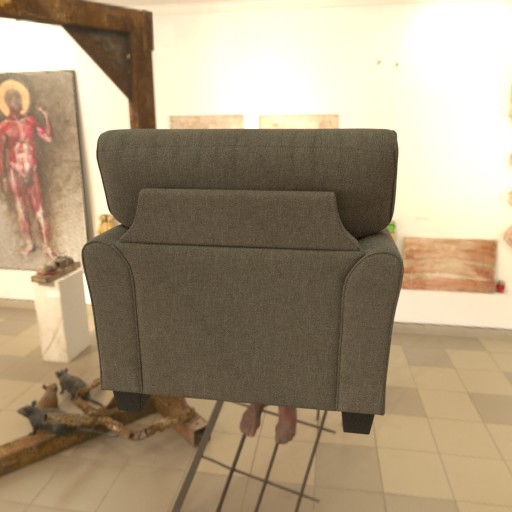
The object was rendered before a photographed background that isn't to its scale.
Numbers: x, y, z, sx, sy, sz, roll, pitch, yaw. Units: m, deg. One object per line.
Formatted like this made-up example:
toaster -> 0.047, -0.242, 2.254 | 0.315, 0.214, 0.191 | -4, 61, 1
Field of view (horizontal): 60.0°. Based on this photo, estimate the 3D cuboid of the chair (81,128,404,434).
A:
chair -> 0.000, 0.000, 1.624 | 0.941, 0.890, 0.816 | 2, 15, 9
